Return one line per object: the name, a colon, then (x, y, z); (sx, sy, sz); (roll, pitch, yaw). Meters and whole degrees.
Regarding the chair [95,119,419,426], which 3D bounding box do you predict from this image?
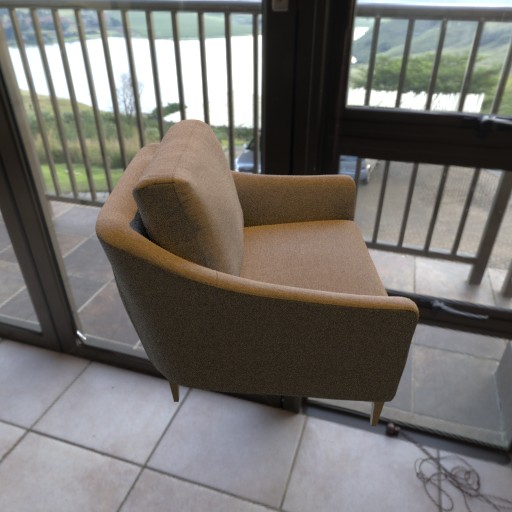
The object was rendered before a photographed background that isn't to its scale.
chair: (0.000, 0.000, 1.725); (0.961, 0.902, 0.986); (0, 32, -1)
